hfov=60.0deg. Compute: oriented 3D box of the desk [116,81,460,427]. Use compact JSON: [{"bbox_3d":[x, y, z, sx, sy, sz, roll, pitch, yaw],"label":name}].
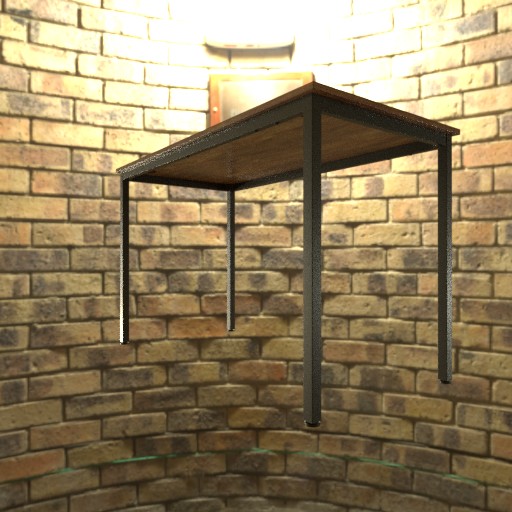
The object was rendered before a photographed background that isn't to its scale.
[{"bbox_3d":[0.000,0.000,1.601,0.600,0.749,1.200,0,0,-37],"label":"desk"}]
